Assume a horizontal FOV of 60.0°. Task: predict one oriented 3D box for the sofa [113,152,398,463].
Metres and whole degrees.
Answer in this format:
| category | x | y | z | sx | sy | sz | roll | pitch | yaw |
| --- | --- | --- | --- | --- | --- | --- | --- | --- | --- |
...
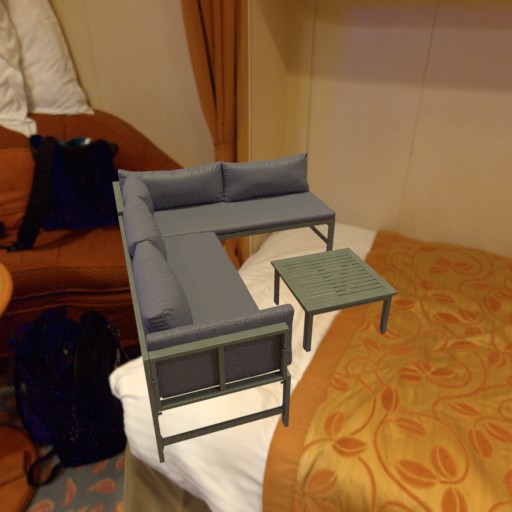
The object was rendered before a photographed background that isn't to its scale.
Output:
| category | x | y | z | sx | sy | sz | roll | pitch | yaw |
| --- | --- | --- | --- | --- | --- | --- | --- | --- | --- |
| sofa | 0.000 | 0.000 | 2.964 | 1.658 | 0.762 | 2.149 | -9 | 31 | -16 |
